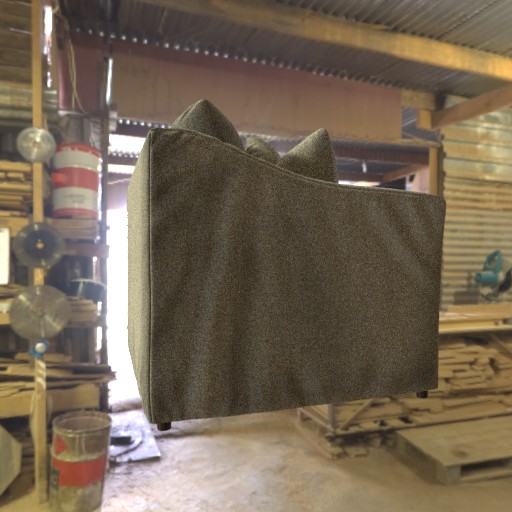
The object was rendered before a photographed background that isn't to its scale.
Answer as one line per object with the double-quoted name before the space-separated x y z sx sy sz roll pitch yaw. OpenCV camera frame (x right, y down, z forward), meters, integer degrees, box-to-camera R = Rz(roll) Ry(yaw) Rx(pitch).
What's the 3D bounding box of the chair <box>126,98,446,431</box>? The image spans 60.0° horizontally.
"chair" 0.000 0.000 1.976 1.071 1.059 1.194 0 0 -19
